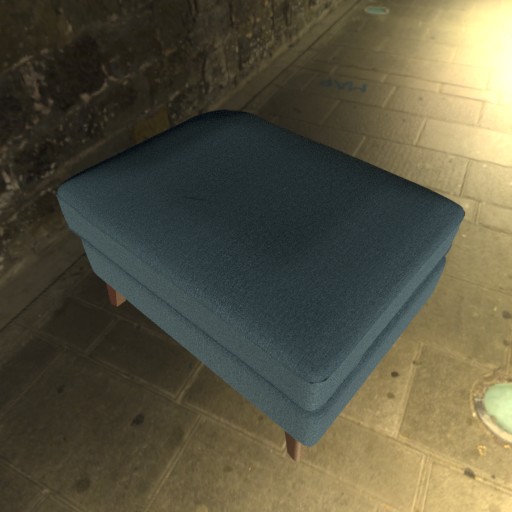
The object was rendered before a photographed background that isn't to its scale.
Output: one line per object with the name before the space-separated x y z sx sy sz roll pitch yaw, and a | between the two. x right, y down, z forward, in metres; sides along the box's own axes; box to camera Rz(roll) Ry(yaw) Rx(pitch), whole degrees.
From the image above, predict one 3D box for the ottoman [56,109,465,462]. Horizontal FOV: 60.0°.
ottoman | 0.000 0.000 1.226 0.835 0.503 0.629 32 53 28
